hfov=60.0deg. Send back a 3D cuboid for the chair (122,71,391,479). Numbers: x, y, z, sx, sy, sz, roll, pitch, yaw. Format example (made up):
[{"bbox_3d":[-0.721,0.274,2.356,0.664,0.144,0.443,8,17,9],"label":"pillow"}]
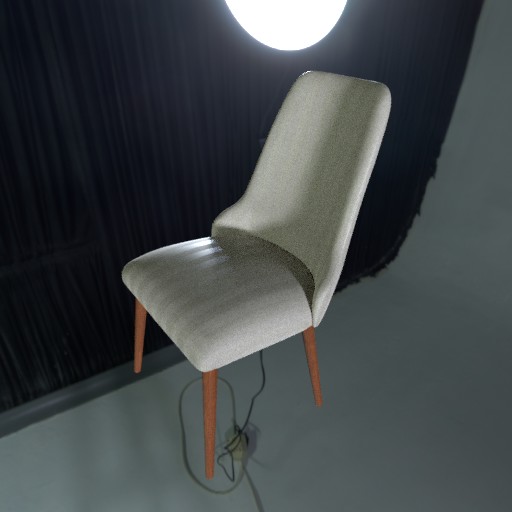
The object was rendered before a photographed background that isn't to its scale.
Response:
[{"bbox_3d":[0.000,0.000,1.289,0.684,0.917,0.526,-21,37,-30],"label":"chair"}]
